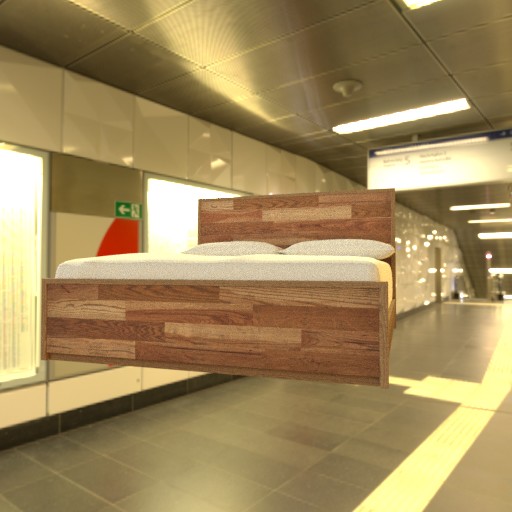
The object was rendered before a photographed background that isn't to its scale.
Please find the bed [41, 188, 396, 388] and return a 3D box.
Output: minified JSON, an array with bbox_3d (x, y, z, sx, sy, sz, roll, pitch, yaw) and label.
[{"bbox_3d":[0.000,0.000,3.408,2.013,1.295,2.184,-1,-2,18],"label":"bed"}]
